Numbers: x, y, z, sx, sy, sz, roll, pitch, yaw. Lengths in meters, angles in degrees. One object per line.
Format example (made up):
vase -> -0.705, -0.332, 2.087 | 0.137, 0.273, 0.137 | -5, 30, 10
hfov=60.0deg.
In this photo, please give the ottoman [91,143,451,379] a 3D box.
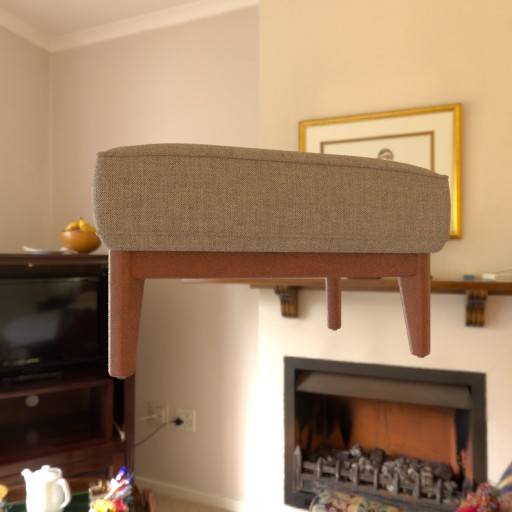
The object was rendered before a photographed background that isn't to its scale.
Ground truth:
ottoman -> 0.000, 0.000, 1.111 | 0.750, 0.458, 0.555 | 0, -1, -17
